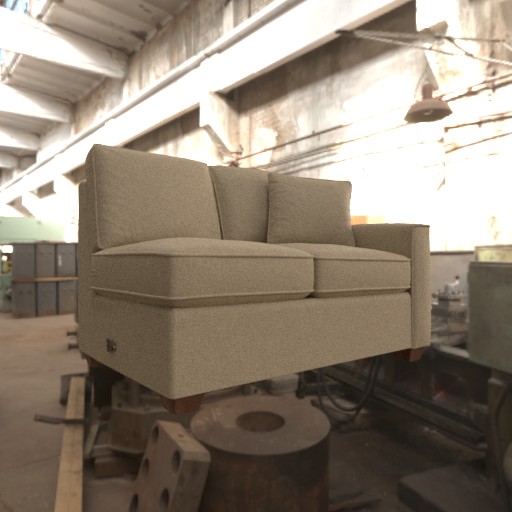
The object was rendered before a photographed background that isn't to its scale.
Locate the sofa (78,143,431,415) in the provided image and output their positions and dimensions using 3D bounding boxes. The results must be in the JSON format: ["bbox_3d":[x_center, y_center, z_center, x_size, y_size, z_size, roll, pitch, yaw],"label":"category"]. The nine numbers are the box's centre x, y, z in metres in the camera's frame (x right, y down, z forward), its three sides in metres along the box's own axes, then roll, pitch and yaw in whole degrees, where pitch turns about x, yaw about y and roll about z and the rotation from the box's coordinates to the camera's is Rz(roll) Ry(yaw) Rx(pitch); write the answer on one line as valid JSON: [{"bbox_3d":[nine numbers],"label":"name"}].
[{"bbox_3d":[0.000,0.000,2.070,1.388,0.989,0.991,1,-1,-37],"label":"sofa"}]
